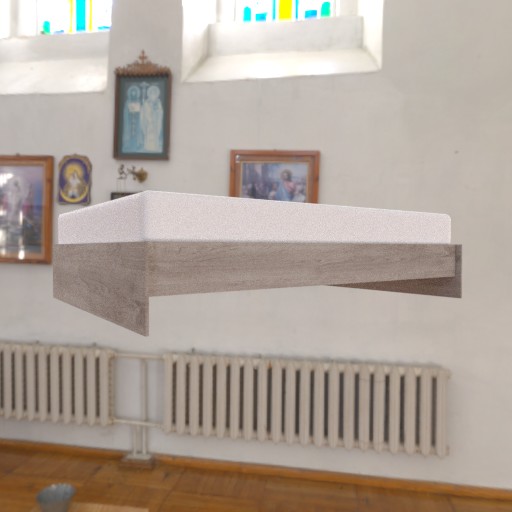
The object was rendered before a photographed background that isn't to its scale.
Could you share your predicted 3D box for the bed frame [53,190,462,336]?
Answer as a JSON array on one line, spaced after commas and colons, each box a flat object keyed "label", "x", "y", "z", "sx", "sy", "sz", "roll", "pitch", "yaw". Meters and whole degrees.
[{"label": "bed frame", "x": 0.000, "y": 0.000, "z": 2.624, "sx": 1.945, "sy": 0.497, "sz": 1.445, "roll": -1, "pitch": 1, "yaw": -36}]
